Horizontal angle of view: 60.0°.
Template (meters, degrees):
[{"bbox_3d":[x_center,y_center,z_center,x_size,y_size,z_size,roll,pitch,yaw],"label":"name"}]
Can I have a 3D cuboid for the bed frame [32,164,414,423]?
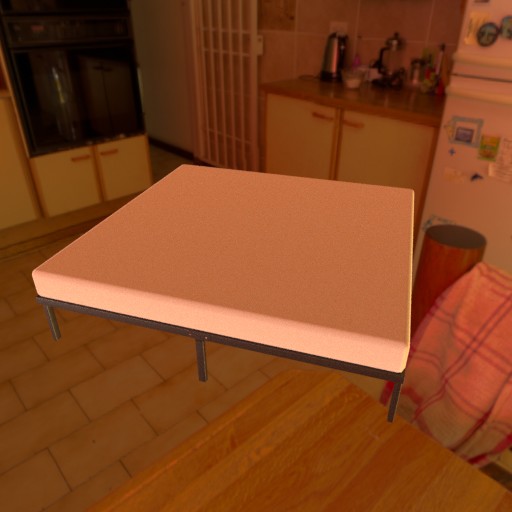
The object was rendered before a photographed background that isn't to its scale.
[{"bbox_3d":[0.000,0.000,4.024,2.635,0.680,2.526,9,32,15],"label":"bed frame"}]
